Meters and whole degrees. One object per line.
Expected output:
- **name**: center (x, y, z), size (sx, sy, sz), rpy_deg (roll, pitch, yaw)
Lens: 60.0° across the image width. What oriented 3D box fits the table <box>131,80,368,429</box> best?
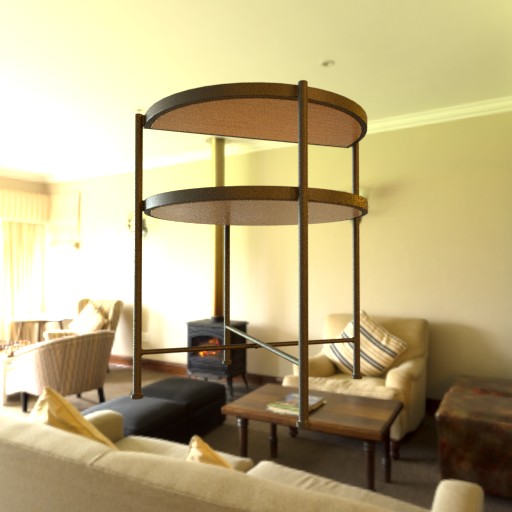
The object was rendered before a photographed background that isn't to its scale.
- **table**: center (0.000, 0.000, 1.164), size (0.629, 0.684, 0.628), rpy_deg (0, -2, -18)
